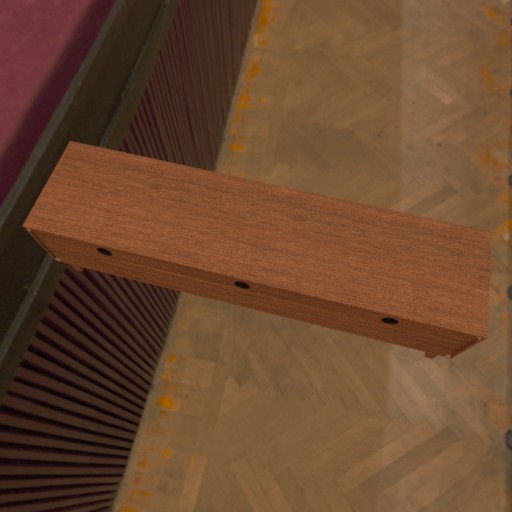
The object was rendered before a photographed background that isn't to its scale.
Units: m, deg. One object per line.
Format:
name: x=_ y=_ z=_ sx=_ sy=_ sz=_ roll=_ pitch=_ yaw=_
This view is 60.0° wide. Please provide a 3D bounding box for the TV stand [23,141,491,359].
TV stand: x=0.000 y=0.000 z=1.627 sx=1.482 sy=0.409 sz=0.366 roll=13 pitch=65 yaw=6
